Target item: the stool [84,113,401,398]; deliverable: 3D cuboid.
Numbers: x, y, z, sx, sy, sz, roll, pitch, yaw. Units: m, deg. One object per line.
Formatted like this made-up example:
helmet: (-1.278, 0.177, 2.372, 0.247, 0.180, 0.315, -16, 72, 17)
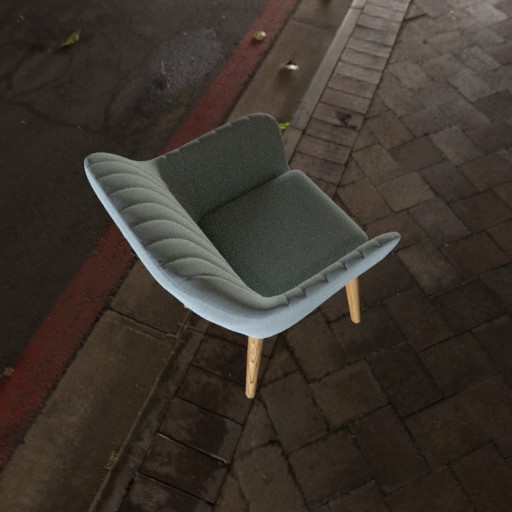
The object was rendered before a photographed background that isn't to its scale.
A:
stool: (0.000, 0.000, 1.181, 0.590, 0.830, 0.503, -32, 63, -18)
